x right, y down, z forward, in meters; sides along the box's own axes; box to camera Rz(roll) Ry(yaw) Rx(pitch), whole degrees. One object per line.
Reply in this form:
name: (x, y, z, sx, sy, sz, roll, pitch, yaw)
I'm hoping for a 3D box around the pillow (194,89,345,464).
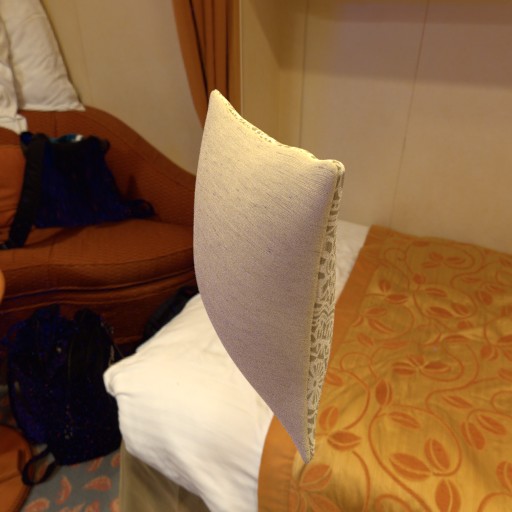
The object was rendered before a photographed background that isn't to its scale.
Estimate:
pillow: (0.000, 0.000, 0.671, 0.167, 0.421, 0.438, -10, 31, -17)
